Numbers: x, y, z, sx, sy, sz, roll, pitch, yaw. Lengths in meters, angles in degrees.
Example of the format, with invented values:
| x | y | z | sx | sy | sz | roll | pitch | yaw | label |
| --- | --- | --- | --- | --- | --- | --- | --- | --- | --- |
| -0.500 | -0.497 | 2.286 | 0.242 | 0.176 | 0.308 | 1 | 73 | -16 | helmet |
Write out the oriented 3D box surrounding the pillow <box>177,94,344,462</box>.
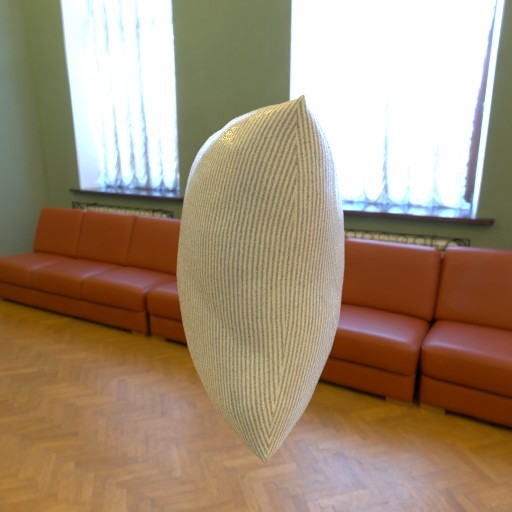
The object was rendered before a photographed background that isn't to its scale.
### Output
| x | y | z | sx | sy | sz | roll | pitch | yaw | label |
| --- | --- | --- | --- | --- | --- | --- | --- | --- | --- |
| 0.000 | 0.000 | 0.683 | 0.310 | 0.432 | 0.387 | 7 | 16 | 27 | pillow |
